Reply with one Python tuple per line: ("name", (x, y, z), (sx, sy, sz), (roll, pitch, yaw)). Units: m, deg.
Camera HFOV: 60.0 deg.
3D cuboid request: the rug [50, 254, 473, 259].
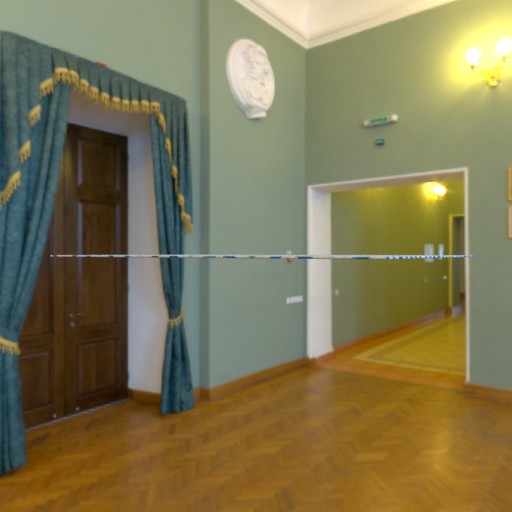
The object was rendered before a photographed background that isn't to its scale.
("rug", (0.000, 0.000, 2.300), (1.830, 0.008, 1.225), (0, 0, 37))
